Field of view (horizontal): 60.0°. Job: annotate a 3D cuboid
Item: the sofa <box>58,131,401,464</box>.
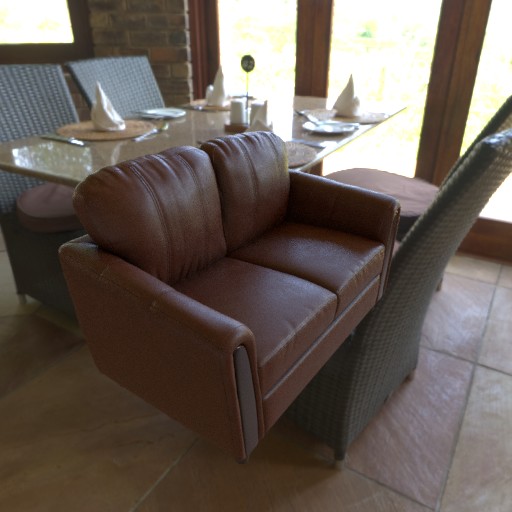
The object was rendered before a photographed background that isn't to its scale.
[{"bbox_3d":[0.000,0.000,1.926,0.805,0.906,1.406,18,32,31],"label":"sofa"}]
